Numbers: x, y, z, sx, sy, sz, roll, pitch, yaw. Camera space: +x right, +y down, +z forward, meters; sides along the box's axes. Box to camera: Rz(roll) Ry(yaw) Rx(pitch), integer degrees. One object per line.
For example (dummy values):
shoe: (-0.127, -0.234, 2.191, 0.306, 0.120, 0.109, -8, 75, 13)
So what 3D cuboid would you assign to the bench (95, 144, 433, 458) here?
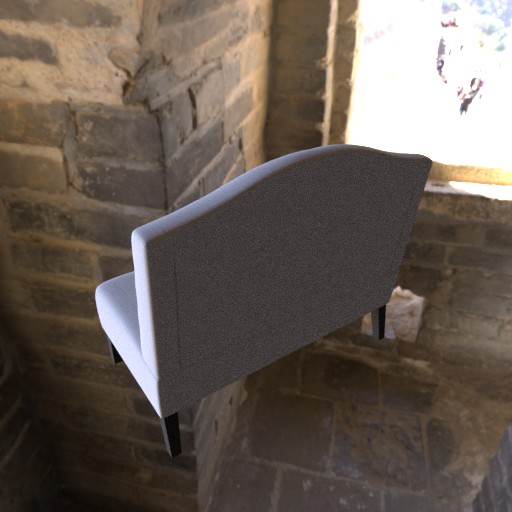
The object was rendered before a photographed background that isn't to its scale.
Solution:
bench: (0.000, 0.000, 2.068, 1.335, 1.180, 0.815, -20, 35, -30)
